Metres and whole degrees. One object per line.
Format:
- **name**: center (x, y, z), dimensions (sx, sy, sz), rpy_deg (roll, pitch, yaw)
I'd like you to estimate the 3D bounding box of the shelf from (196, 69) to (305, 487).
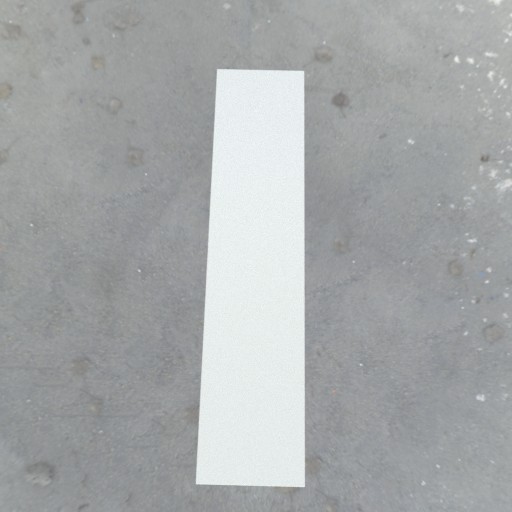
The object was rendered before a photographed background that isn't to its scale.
- **shelf**: center (0.000, 0.000, 0.648), dimensions (0.140, 0.020, 0.610), rpy_deg (1, 76, 0)
